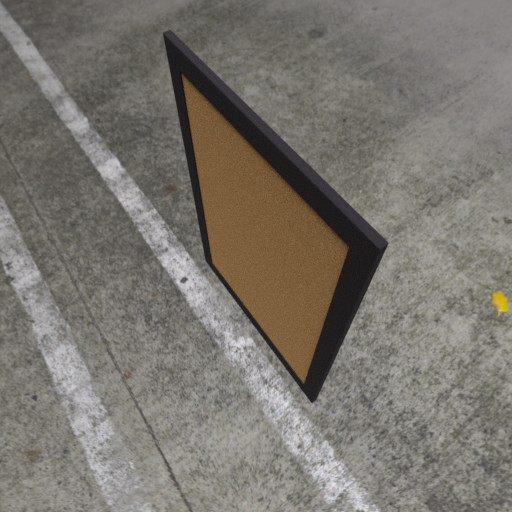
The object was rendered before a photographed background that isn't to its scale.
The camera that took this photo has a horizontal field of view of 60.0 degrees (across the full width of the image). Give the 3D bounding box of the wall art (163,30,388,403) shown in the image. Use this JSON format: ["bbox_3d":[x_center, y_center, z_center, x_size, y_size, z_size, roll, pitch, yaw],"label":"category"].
[{"bbox_3d":[0.000,0.000,0.674,0.012,0.529,0.374,-31,63,-18],"label":"wall art"}]
